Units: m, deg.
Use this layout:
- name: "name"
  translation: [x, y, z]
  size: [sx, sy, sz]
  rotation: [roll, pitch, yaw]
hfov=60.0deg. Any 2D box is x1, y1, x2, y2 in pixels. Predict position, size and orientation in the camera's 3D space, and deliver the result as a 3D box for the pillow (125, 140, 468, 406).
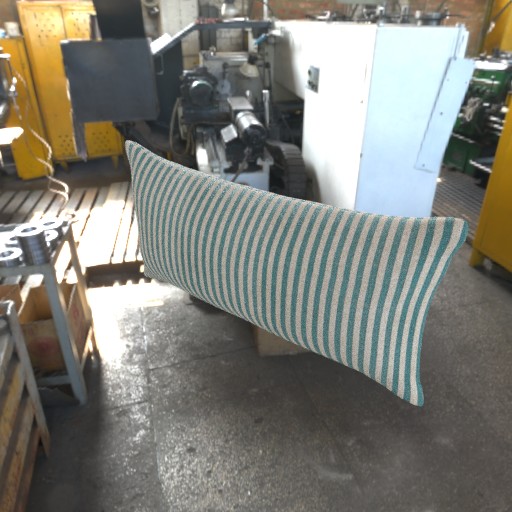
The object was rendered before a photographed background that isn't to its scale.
- name: "pillow"
  translation: [0.000, 0.000, 0.741]
  size: [0.617, 0.295, 0.151]
  rotation: [20, 34, 32]
